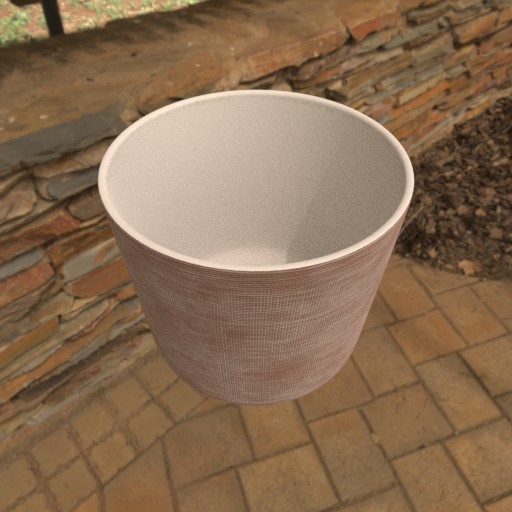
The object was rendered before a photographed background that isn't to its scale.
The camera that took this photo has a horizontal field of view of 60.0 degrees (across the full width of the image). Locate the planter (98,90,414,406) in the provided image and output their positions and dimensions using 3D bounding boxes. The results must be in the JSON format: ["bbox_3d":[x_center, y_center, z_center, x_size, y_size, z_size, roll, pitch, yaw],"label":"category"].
[{"bbox_3d":[0.000,0.000,0.775,0.440,0.398,0.440,0,45,0],"label":"planter"}]
